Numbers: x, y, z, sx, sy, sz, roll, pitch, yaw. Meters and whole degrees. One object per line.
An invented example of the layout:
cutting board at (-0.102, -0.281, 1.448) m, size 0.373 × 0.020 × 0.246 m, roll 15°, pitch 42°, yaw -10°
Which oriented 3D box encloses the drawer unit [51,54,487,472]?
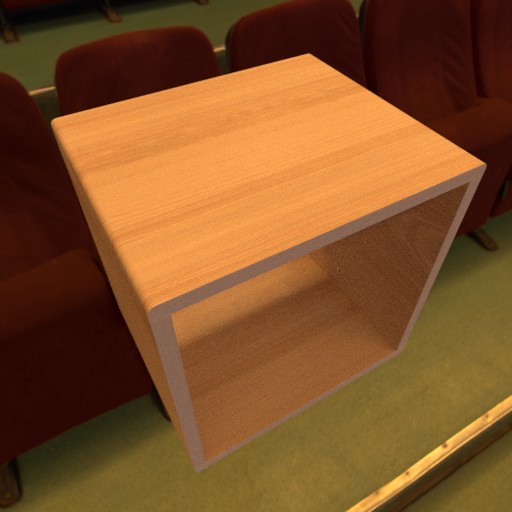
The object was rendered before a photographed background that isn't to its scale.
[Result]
drawer unit at (0.000, 0.000, 0.574) m, size 0.344 × 0.344 × 0.290 m, roll -23°, pitch 51°, yaw -20°
